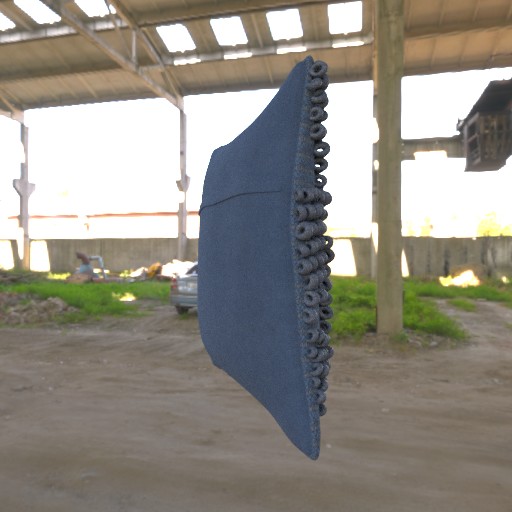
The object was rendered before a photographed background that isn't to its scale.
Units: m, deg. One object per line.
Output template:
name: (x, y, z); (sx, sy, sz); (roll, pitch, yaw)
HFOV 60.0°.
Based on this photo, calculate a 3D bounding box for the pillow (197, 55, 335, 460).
pillow: (0.000, 0.000, 0.724); (0.172, 0.466, 0.469); (0, 0, -19)
